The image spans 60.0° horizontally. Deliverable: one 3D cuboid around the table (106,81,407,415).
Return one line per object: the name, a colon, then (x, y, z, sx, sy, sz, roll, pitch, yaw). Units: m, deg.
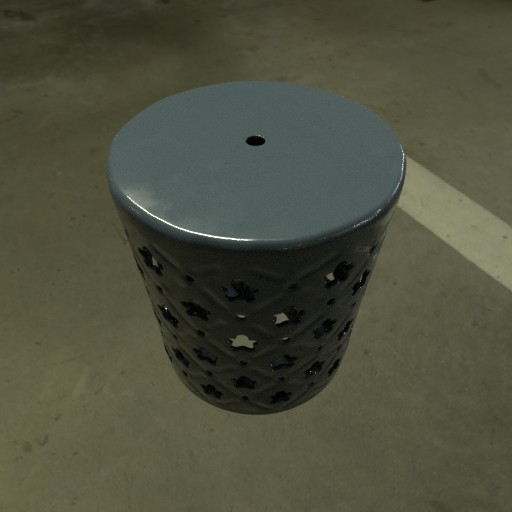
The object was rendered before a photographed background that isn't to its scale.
table: (0.000, 0.000, 0.658, 0.352, 0.387, 0.352, 0, 45, 0)
